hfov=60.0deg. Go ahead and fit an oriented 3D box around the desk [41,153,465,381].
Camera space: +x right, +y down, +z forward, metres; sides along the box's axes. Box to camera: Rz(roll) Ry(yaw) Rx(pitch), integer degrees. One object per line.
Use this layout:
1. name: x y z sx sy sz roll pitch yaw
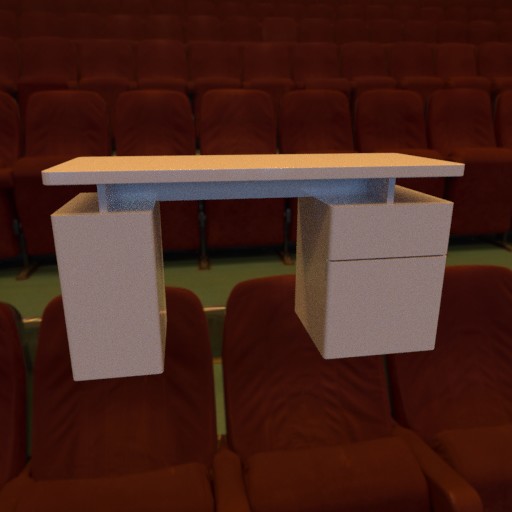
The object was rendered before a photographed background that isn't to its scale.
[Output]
1. desk: 0.000 0.000 1.800 1.400 0.762 0.550 -3 17 -9
